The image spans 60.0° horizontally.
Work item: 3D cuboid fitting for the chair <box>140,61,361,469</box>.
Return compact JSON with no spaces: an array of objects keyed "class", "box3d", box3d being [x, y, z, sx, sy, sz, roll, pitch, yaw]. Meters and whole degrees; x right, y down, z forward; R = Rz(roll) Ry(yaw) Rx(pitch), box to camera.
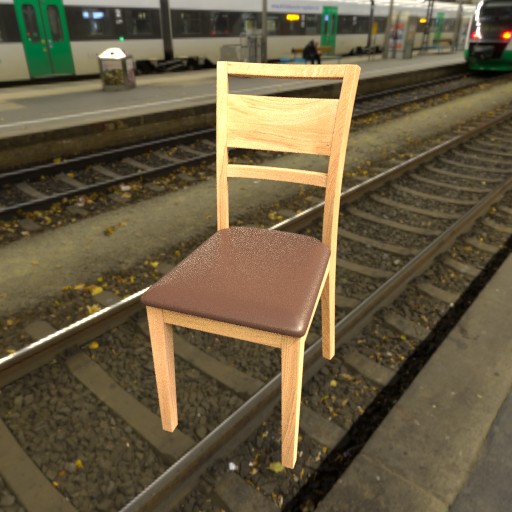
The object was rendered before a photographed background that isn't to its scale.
[{"class":"chair","box3d":[0.000,0.000,1.211,0.420,0.940,0.545,9,29,17]}]
